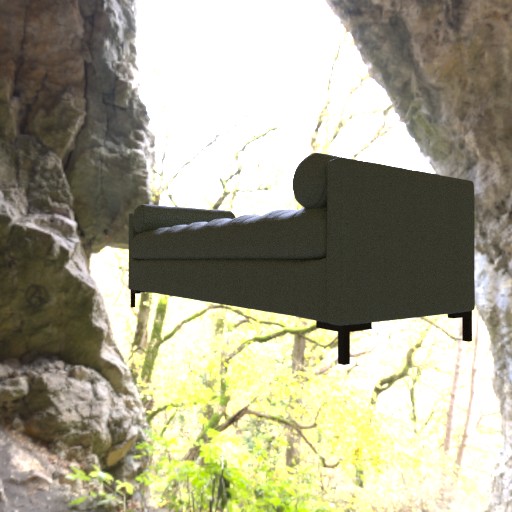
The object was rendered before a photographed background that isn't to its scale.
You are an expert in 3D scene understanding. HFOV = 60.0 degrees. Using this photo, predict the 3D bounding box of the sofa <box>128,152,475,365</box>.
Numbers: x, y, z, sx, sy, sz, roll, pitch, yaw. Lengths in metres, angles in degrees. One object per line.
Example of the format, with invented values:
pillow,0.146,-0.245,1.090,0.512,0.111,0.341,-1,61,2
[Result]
sofa,0.000,0.000,2.454,0.796,0.705,2.102,0,-1,-34
